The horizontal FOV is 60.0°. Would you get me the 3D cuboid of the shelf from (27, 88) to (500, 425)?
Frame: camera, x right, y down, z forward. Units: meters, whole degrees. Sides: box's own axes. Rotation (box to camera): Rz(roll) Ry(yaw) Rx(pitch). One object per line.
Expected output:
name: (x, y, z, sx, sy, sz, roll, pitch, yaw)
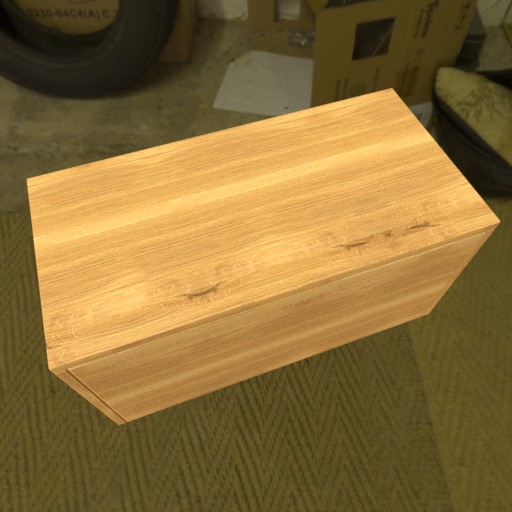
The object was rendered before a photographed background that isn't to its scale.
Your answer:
shelf: (0.000, 0.000, 0.999, 0.800, 0.400, 0.400, -17, 59, -10)
